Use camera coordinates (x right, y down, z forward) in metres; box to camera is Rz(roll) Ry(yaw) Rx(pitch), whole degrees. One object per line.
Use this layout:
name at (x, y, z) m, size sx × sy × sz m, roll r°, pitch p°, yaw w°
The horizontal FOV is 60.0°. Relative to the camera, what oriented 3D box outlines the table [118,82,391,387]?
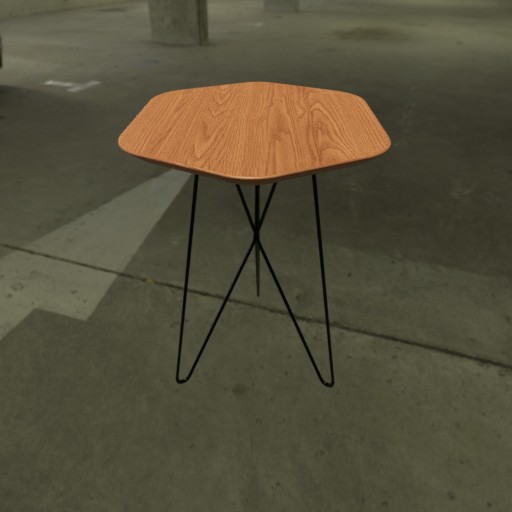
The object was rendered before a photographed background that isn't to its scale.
table at (0.000, 0.000, 0.895) m, size 0.400 × 0.562 × 0.500 m, roll 1°, pitch 34°, yaw 1°
